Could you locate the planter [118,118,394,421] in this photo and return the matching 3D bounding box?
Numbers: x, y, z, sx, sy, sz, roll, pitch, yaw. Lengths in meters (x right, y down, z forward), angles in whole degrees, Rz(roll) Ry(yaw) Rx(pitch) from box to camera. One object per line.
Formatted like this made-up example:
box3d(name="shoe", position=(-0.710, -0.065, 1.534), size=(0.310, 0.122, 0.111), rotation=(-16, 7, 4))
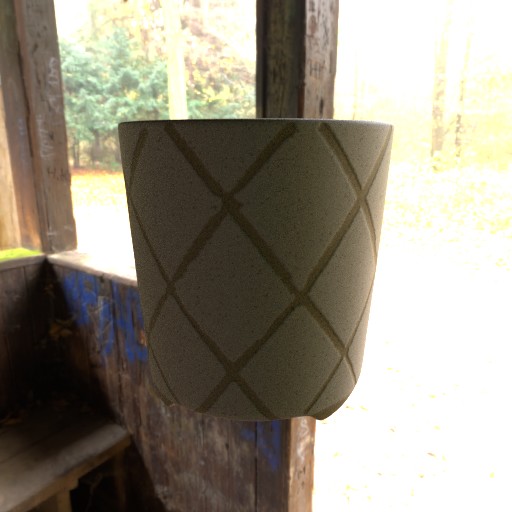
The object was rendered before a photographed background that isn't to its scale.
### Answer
box3d(name="planter", position=(0.000, 0.000, 0.411), size=(0.228, 0.235, 0.228), rotation=(0, 15, 0))
